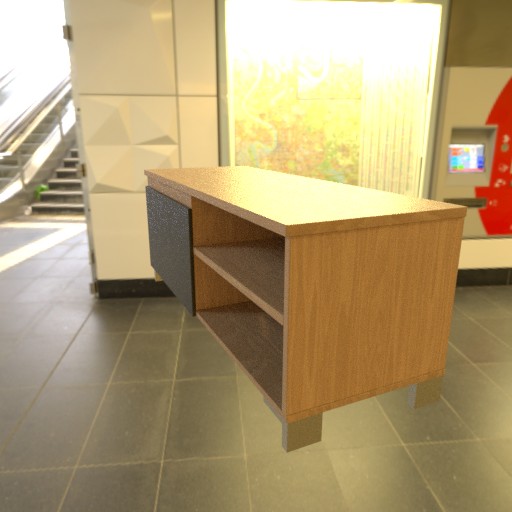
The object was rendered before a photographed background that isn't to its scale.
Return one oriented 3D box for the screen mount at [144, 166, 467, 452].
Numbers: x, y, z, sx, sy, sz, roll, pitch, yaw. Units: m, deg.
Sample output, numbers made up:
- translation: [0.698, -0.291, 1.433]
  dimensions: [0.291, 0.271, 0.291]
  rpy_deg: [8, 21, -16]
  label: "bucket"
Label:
- translation: [0.000, 0.000, 1.308]
  dimensions: [0.406, 0.432, 1.084]
  rpy_deg: [-7, 18, -24]
  label: "screen mount"
